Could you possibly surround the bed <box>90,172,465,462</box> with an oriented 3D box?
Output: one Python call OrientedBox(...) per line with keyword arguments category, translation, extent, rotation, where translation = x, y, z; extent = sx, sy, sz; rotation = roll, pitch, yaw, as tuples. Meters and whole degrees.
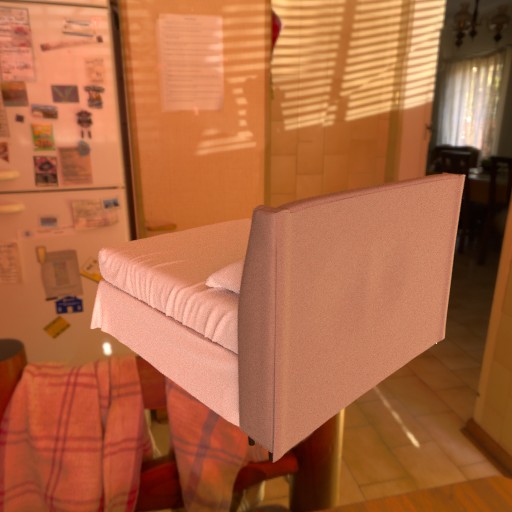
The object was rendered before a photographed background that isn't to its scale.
OrientedBox(category="bed", translation=(0.000, 0.000, 3.430), extent=(1.925, 1.332, 2.276), rotation=(-16, 23, -41))
